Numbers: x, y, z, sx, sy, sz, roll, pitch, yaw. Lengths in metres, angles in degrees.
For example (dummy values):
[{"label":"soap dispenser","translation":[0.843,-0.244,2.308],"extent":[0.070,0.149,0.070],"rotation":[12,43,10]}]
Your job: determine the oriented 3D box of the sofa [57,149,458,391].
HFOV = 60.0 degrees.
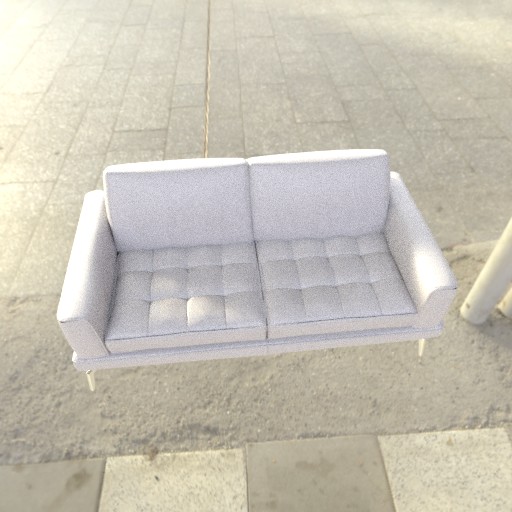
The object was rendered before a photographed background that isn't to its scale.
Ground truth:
[{"label":"sofa","translation":[0.000,0.000,2.752],"extent":[2.177,0.930,1.121],"rotation":[-4,47,-4]}]
